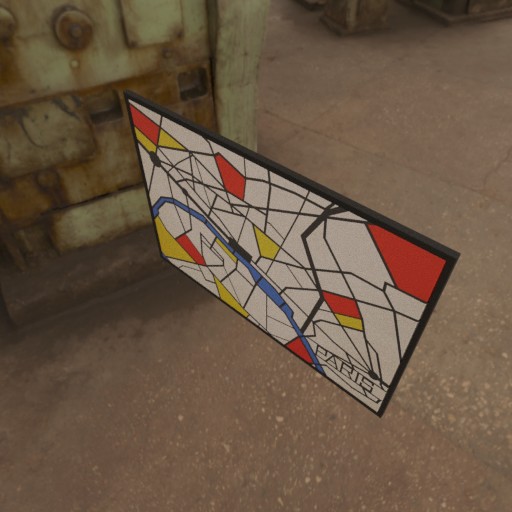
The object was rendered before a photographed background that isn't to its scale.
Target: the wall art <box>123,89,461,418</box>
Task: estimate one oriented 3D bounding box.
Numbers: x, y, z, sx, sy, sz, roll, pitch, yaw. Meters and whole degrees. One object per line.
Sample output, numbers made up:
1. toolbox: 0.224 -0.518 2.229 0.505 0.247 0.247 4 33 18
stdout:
1. wall art: 0.000 0.000 0.863 0.664 0.458 0.013 32 54 27
